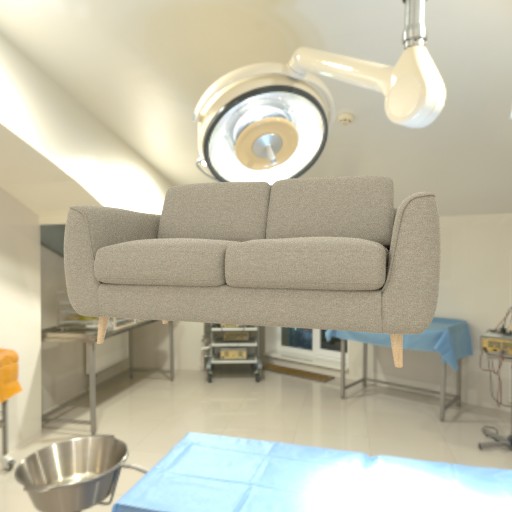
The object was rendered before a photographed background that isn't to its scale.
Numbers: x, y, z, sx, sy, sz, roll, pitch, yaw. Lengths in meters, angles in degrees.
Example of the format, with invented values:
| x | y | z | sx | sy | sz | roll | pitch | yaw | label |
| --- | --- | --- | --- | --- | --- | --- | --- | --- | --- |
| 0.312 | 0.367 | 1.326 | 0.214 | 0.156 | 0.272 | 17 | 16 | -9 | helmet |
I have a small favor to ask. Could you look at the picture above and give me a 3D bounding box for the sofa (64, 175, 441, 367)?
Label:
| x | y | z | sx | sy | sz | roll | pitch | yaw | label |
| --- | --- | --- | --- | --- | --- | --- | --- | --- | --- |
| 0.000 | 0.000 | 2.237 | 1.700 | 0.850 | 0.920 | 0 | 1 | 18 | sofa |
